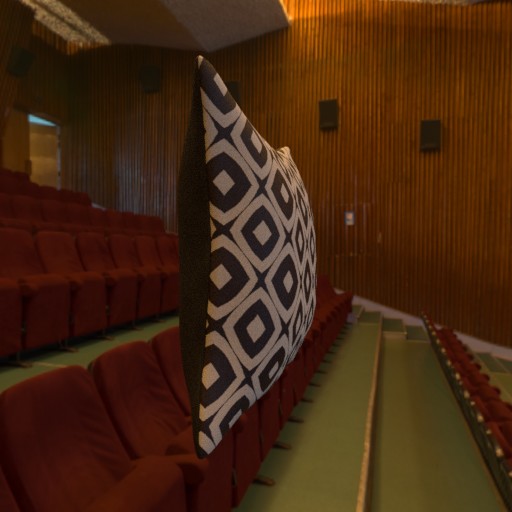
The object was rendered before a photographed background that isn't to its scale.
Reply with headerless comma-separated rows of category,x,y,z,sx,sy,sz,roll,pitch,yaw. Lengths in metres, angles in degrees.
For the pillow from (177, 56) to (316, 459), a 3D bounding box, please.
pillow,0.000,0.000,0.779,0.188,0.494,0.504,0,0,16
